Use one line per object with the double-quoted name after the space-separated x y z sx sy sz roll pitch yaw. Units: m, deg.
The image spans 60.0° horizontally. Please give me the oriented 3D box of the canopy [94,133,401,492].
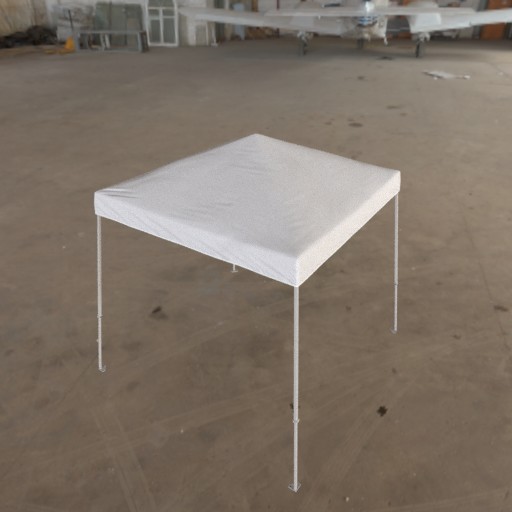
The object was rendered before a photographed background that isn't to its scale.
0.000 0.000 5.171 2.849 2.849 2.848 19 35 29 "canopy"
